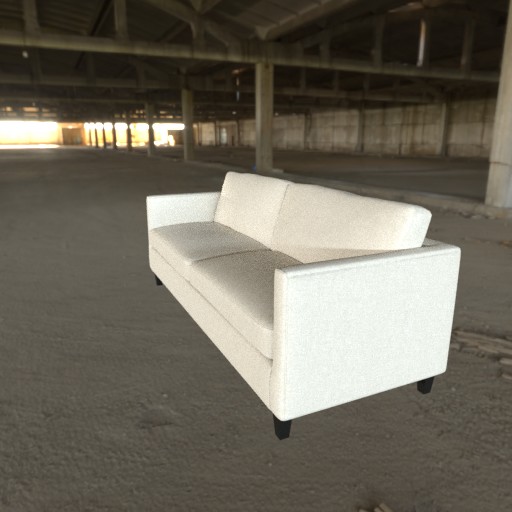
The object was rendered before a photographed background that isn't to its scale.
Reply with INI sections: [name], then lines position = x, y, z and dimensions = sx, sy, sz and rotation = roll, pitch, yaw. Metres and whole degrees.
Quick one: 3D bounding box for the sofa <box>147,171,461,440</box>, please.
[sofa]
position = 0.000, 0.000, 2.925
dimensions = 0.948, 0.965, 2.434
rotation = -7, 17, -24
